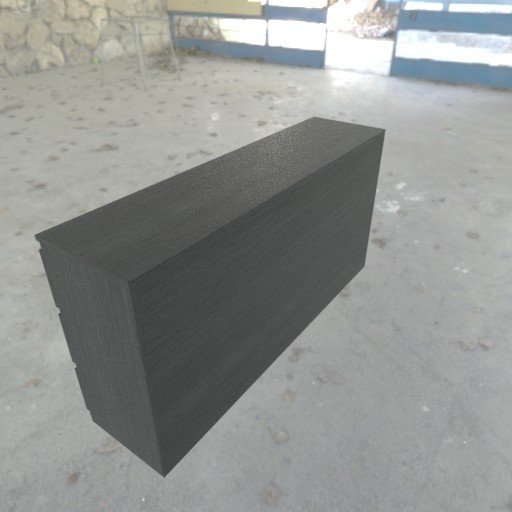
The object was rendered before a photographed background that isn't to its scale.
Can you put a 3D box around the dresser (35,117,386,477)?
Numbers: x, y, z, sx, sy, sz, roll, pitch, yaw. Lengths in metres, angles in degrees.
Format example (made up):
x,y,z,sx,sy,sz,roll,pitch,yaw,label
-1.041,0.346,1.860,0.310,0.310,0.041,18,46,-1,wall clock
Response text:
x,y,z,sx,sy,sz,roll,pitch,yaw,label
0.000,0.000,1.913,0.400,0.795,1.590,21,38,30,dresser
